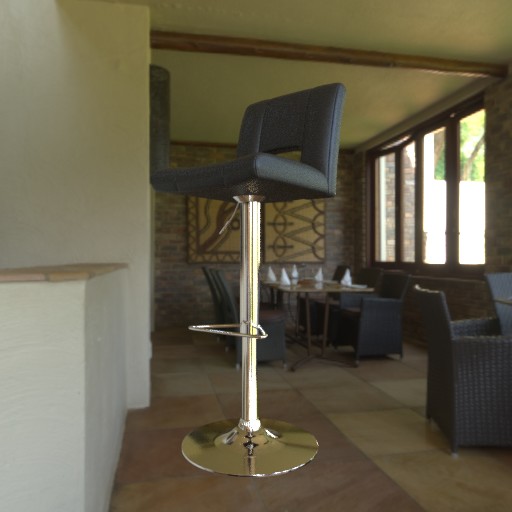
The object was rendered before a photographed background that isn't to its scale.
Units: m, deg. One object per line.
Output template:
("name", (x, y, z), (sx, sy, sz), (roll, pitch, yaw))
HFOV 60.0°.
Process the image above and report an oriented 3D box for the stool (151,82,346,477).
("stool", (0.000, 0.000, 1.383), (0.415, 1.151, 0.520), (0, 0, 36))
